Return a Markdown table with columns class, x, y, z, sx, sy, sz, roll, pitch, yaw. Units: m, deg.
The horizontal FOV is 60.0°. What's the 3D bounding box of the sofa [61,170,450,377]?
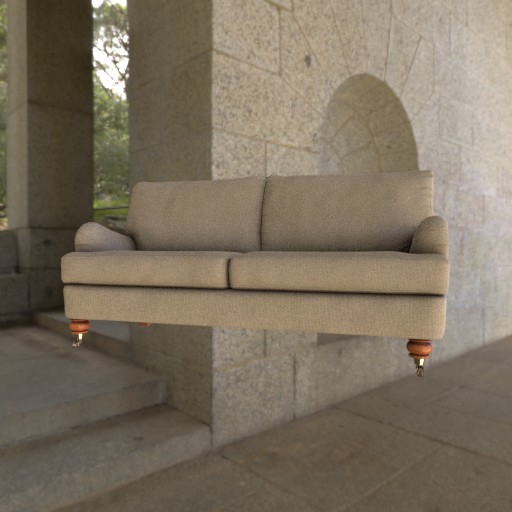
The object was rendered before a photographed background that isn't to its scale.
| class | x | y | z | sx | sy | sz | roll | pitch | yaw |
| --- | --- | --- | --- | --- | --- | --- | --- | --- | --- |
| sofa | 0.000 | 0.000 | 2.796 | 2.193 | 1.096 | 1.069 | 0 | 1 | 18 |
